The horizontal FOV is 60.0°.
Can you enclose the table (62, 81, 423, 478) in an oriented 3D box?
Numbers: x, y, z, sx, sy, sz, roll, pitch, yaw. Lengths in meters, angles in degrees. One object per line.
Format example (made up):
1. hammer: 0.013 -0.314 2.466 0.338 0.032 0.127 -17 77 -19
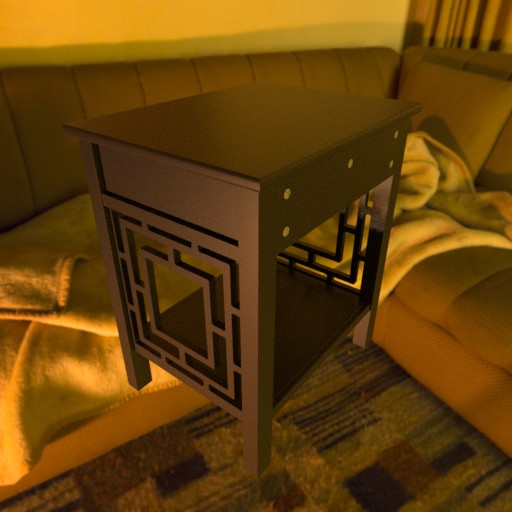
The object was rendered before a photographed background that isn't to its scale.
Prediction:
1. table: 0.000 0.000 1.021 0.451 0.646 0.564 22 37 32
